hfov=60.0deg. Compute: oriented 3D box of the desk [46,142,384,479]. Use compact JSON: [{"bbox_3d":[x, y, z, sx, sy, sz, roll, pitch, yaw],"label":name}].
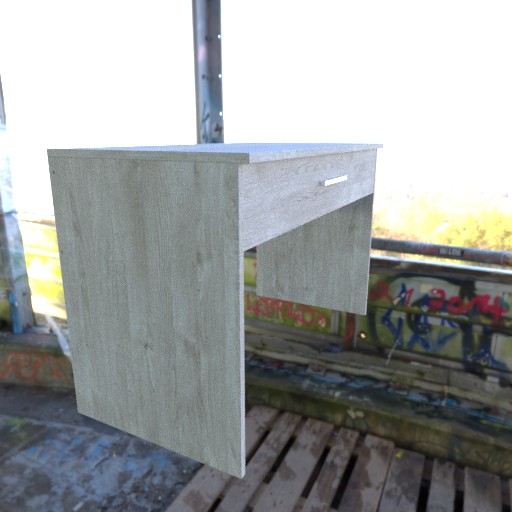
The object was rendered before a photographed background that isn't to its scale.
[{"bbox_3d":[0.000,0.000,1.505,0.560,0.730,1.100,8,17,27],"label":"desk"}]
